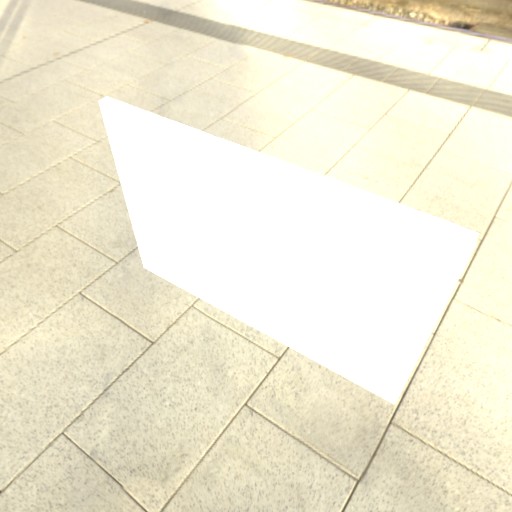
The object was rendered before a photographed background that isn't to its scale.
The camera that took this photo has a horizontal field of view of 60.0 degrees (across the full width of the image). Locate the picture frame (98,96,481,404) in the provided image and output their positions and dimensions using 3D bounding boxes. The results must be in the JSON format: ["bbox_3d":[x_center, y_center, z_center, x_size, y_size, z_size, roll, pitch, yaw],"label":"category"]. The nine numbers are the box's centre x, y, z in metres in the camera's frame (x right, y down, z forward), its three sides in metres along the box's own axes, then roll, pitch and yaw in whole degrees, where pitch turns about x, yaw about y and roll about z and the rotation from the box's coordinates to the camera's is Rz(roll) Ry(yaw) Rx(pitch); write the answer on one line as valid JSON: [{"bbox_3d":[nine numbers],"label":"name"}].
[{"bbox_3d":[0.000,0.000,1.202,0.950,0.640,0.029,25,51,22],"label":"picture frame"}]
